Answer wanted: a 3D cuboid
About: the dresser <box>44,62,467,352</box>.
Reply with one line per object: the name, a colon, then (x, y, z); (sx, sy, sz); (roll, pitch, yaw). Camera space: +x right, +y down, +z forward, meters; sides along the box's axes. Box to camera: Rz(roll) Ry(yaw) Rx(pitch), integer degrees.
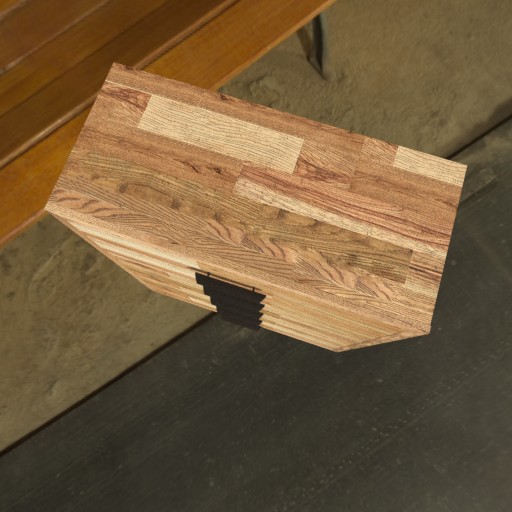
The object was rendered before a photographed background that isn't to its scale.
dresser: (0.000, 0.000, 1.700); (0.966, 1.243, 0.480); (18, 76, 4)
